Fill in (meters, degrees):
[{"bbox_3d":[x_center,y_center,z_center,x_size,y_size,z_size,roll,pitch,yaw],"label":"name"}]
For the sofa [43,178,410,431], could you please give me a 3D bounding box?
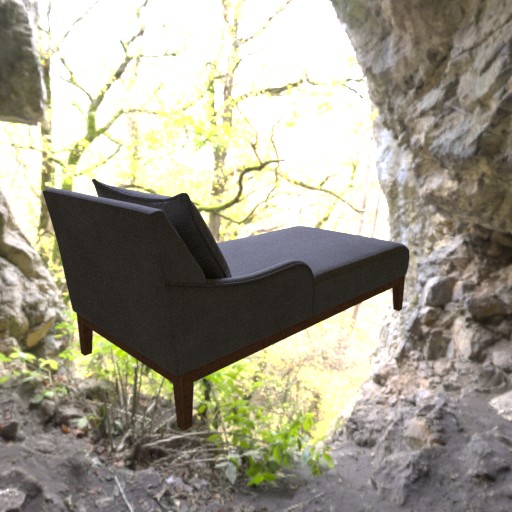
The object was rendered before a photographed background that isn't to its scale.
[{"bbox_3d":[0.000,0.000,2.351,0.894,0.859,1.779,15,21,43],"label":"sofa"}]
